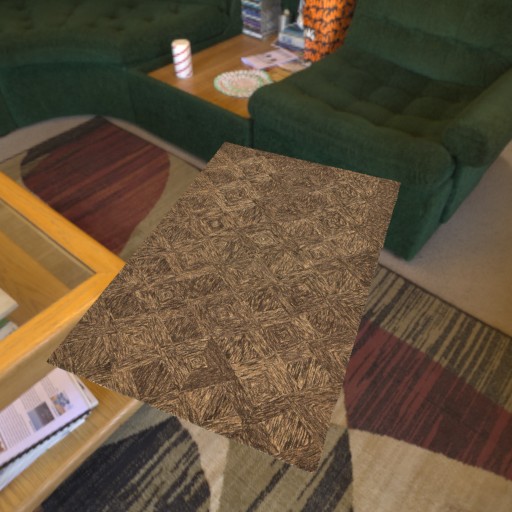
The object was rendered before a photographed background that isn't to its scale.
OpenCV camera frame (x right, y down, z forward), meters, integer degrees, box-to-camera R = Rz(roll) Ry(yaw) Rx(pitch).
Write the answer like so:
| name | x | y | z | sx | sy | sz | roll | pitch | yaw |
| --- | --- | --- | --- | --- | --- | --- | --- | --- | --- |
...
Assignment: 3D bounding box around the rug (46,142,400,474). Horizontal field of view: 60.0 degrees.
| name | x | y | z | sx | sy | sz | roll | pitch | yaw |
| --- | --- | --- | --- | --- | --- | --- | --- | --- | --- |
| rug | 0.000 | 0.000 | 2.286 | 1.189 | 0.011 | 1.808 | 16 | 49 | 15 |
